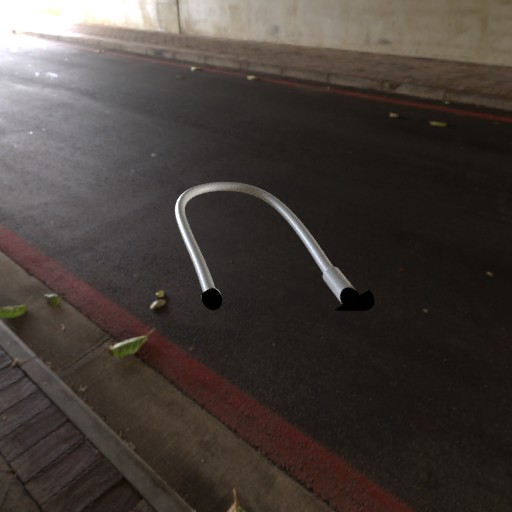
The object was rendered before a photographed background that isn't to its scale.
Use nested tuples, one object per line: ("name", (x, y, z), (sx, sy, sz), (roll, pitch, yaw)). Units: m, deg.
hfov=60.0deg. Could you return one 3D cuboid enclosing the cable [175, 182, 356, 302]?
("cable", (0.000, 0.000, 0.115), (0.041, 0.005, 0.098), (-9, 33, -14))
